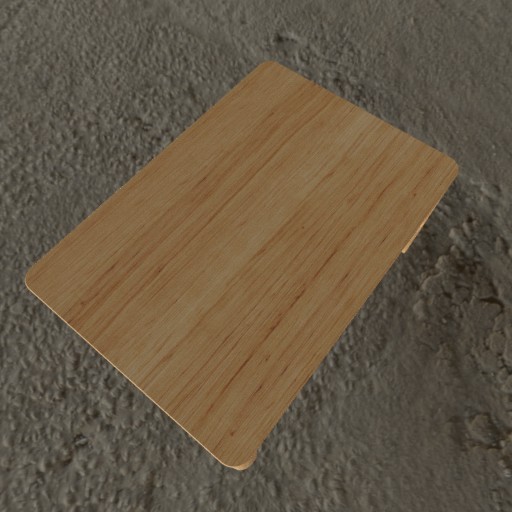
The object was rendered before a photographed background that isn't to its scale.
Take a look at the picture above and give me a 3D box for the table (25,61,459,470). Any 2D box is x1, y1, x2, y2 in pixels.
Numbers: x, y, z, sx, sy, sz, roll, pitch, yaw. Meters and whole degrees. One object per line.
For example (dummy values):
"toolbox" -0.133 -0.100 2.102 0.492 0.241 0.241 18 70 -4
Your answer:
"table" 0.000 0.000 1.359 0.696 0.445 0.997 35 69 16
